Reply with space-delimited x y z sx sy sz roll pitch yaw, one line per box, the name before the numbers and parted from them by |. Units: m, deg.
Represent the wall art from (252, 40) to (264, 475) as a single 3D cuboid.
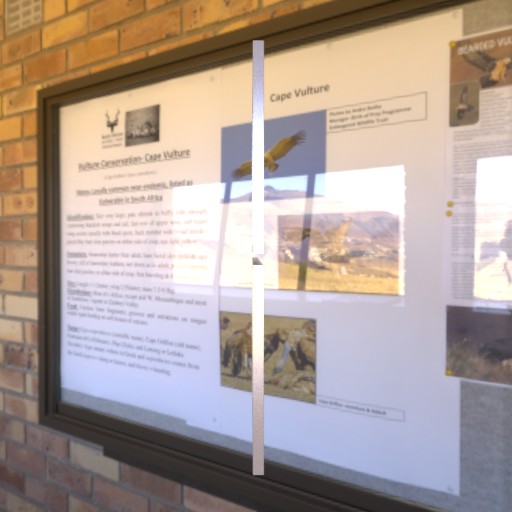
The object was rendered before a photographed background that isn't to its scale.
wall art | 0.000 0.000 1.700 0.029 1.118 1.118 0 1 -1
